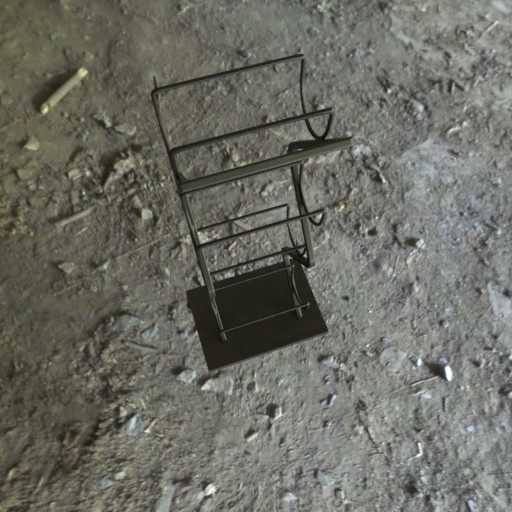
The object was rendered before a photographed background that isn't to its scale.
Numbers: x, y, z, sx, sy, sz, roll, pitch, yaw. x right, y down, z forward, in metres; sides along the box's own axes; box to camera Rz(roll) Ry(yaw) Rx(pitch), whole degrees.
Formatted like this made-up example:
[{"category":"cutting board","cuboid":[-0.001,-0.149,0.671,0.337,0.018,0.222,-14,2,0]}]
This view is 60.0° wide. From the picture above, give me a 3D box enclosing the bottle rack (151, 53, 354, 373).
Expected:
[{"category":"bottle rack","cuboid":[0.000,0.000,0.680,0.254,0.559,0.178,-17,66,-8]}]
